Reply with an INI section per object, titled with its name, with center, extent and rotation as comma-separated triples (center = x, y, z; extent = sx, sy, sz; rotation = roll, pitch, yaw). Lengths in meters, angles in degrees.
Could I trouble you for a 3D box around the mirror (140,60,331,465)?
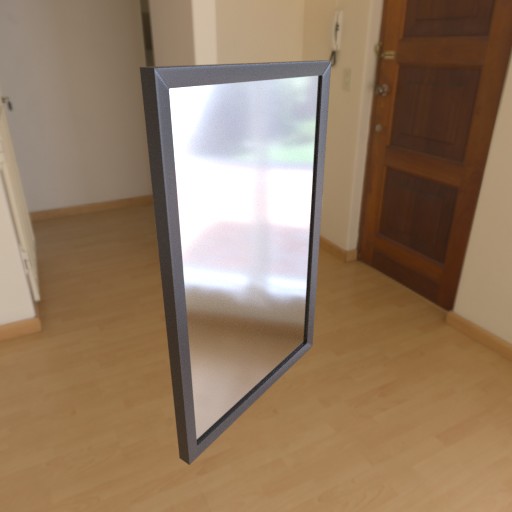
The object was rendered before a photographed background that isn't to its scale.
[mirror]
center = 0.000, 0.000, 1.146
extent = 0.040, 0.915, 0.609
rotation = 18, 30, 33
